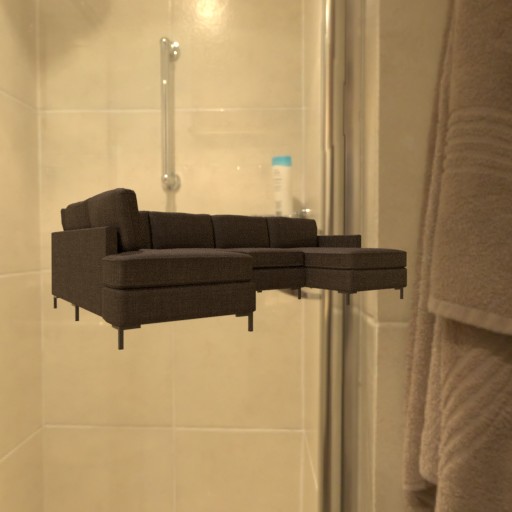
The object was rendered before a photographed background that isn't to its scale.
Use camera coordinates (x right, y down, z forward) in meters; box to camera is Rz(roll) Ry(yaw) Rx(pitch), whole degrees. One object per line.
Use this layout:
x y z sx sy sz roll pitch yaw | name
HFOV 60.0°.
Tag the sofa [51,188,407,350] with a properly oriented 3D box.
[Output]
0.000 0.000 4.366 3.423 0.999 2.048 -1 2 -35 | sofa
